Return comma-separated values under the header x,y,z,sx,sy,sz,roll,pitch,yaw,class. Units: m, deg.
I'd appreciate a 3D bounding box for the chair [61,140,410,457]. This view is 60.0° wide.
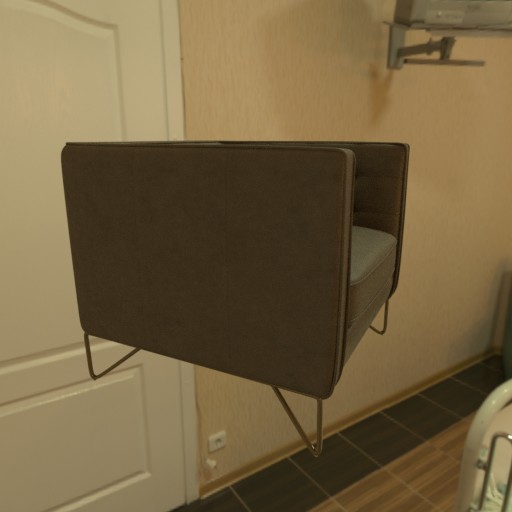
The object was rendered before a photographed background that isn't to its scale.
x,y,z,sx,sy,sz,roll,pitch,yaw,class
0.000,0.000,1.577,0.894,0.790,0.880,8,17,26,chair
